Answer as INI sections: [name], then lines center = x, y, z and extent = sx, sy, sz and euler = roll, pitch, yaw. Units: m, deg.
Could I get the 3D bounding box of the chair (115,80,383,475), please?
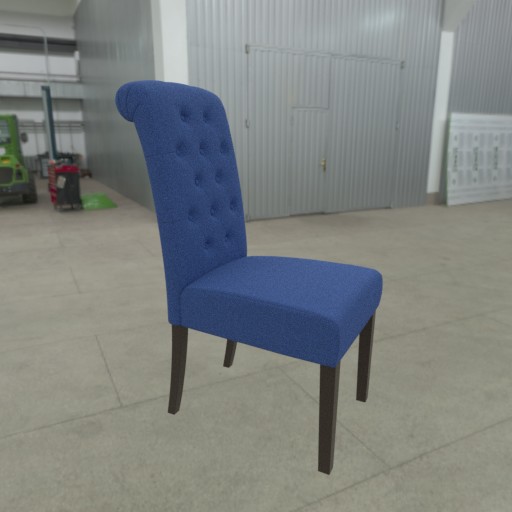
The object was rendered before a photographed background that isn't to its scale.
[chair]
center = 0.000, 0.000, 1.338
extent = 0.671, 1.006, 0.456
euler = 8, 17, 27
